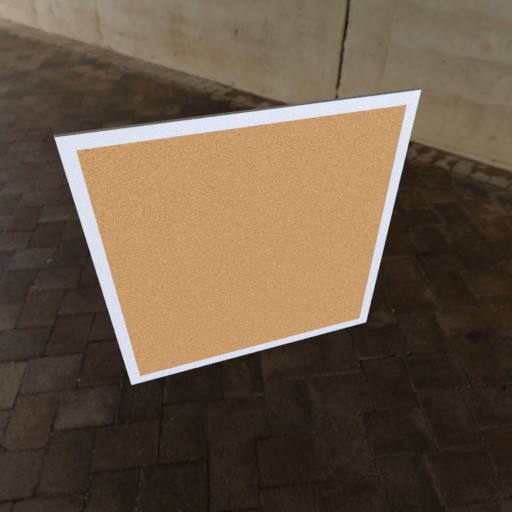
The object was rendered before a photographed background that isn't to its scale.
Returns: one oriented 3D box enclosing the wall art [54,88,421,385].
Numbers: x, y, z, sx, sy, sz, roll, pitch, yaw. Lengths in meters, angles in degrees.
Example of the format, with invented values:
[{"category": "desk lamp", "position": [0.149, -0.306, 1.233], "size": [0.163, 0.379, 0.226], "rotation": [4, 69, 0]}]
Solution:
[{"category": "wall art", "position": [0.000, 0.000, 1.206], "size": [0.812, 0.813, 0.013], "rotation": [-12, 41, -14]}]
